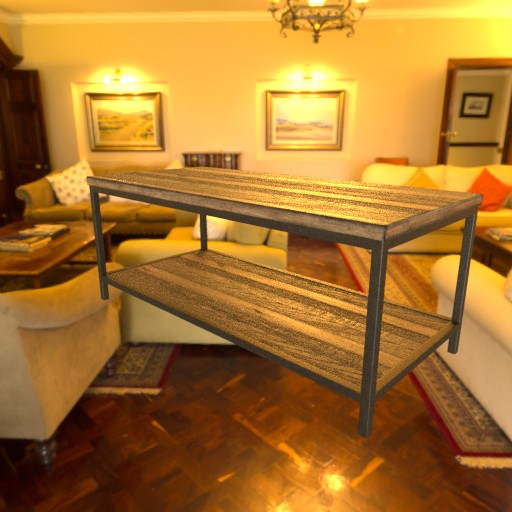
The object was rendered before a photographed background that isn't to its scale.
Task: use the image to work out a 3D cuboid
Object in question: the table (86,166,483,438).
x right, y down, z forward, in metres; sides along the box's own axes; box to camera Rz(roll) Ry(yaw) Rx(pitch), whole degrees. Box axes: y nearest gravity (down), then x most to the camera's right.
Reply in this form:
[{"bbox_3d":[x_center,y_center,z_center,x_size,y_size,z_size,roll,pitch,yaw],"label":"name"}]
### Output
[{"bbox_3d":[0.000,0.000,1.230,0.990,0.399,0.452,15,22,41],"label":"table"}]
